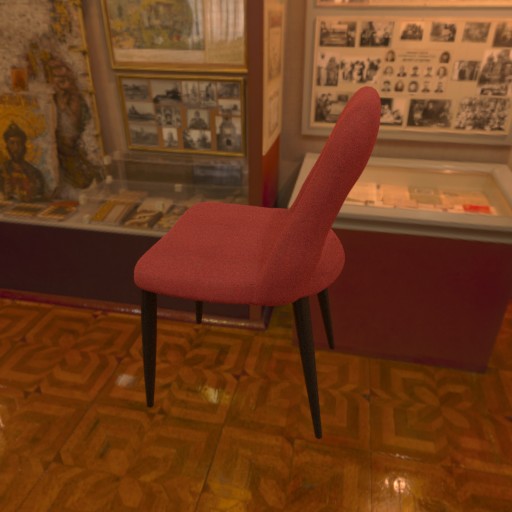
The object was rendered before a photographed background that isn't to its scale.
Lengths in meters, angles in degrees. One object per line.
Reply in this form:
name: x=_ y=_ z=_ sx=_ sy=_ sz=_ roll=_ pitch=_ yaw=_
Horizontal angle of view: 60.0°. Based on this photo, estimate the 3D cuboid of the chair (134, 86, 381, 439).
chair: x=0.000 y=0.000 z=1.235 sx=0.569 sy=0.892 sz=0.483 roll=7 pitch=30 yaw=12
